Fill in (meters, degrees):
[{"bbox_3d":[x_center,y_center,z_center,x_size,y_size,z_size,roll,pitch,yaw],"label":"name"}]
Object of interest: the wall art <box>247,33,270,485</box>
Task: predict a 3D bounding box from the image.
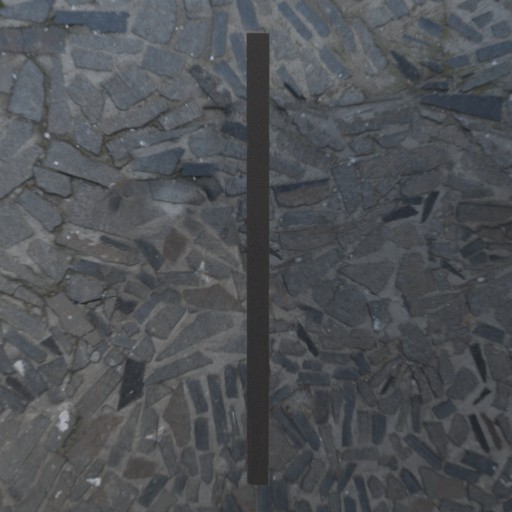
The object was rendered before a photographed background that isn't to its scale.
[{"bbox_3d":[0.000,0.000,1.126,0.038,0.762,0.762,0,92,-1],"label":"wall art"}]
